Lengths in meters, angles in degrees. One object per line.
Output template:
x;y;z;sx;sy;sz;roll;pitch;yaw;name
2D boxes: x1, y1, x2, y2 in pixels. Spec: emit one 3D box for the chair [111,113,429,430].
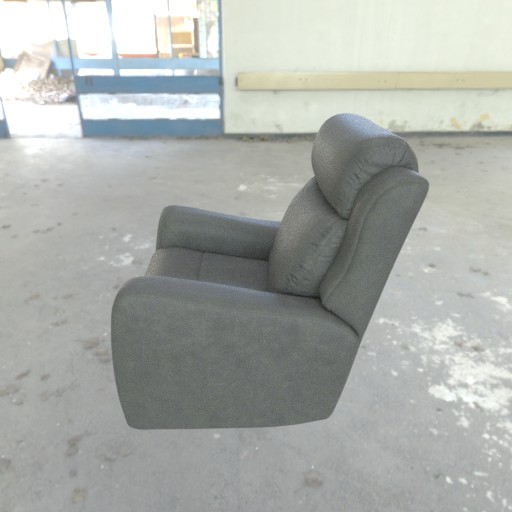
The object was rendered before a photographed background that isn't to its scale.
0.000;0.000;1.909;1.068;1.116;0.967;0;25;-1;chair
